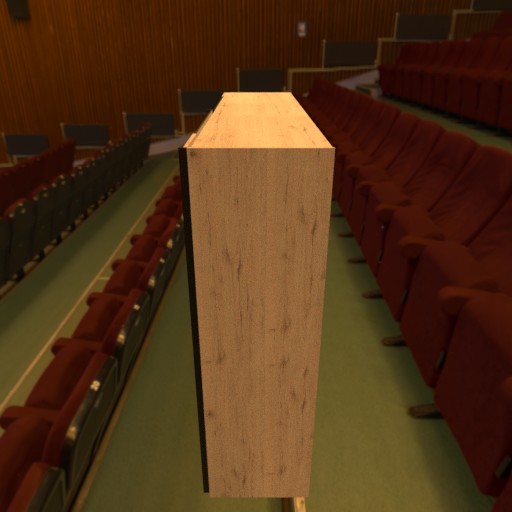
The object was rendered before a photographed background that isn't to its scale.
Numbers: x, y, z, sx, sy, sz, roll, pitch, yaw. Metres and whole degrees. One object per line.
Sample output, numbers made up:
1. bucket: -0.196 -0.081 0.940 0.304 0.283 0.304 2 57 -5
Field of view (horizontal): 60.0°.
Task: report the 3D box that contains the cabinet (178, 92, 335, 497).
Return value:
1. cabinet: 0.000 0.000 3.454 0.660 2.180 2.500 0 25 0
